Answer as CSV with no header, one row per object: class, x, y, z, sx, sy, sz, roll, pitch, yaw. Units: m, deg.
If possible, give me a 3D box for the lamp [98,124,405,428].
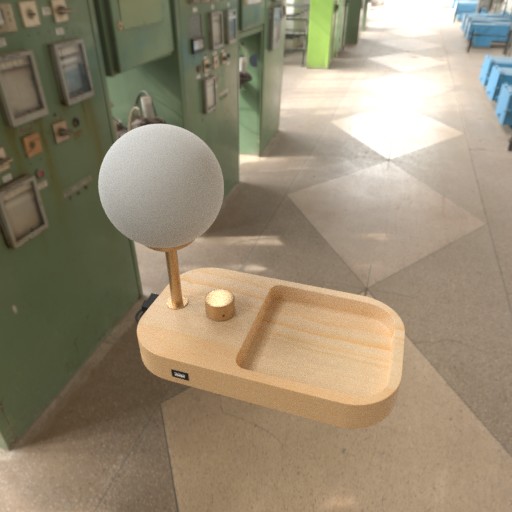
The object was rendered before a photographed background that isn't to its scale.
lamp,0.000,0.000,0.465,0.331,0.253,0.173,10,35,15
